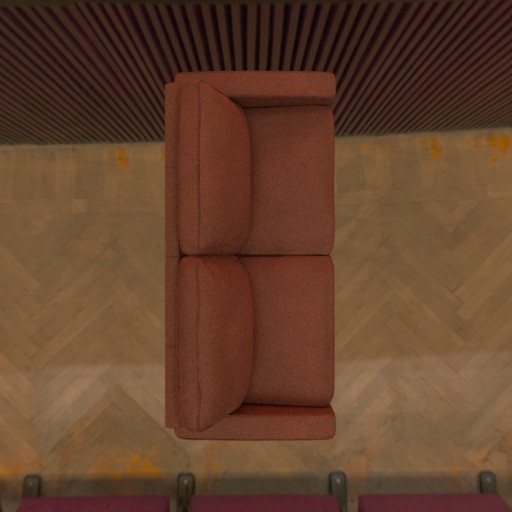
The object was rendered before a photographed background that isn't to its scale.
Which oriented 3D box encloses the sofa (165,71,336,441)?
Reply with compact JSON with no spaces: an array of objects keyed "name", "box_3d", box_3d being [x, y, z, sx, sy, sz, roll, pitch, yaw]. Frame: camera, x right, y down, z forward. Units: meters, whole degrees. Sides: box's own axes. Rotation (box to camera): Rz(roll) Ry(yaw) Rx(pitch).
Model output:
[{"name":"sofa","box_3d":[0.000,0.000,2.610,0.940,0.919,2.080,0,90,0]}]
